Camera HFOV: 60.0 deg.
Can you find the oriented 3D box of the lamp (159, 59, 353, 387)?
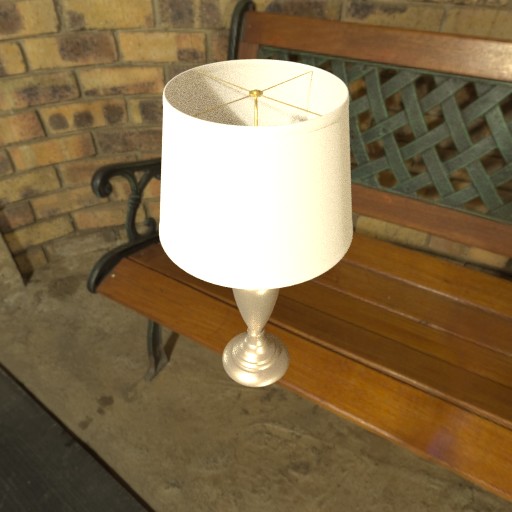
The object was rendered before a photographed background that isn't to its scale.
[{"bbox_3d":[0.000,0.000,0.811,0.328,0.612,0.328,0,41,0],"label":"lamp"}]
